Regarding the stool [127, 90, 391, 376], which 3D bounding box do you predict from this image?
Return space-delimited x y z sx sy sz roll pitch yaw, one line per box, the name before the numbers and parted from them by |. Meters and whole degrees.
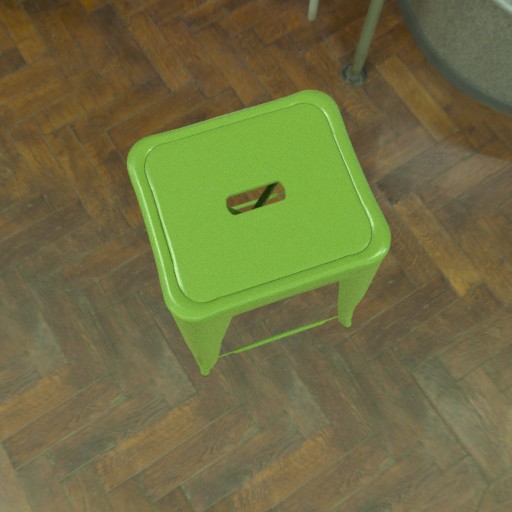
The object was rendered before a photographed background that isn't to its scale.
stool | 0.000 0.000 0.853 0.398 0.609 0.358 -18 76 -4
